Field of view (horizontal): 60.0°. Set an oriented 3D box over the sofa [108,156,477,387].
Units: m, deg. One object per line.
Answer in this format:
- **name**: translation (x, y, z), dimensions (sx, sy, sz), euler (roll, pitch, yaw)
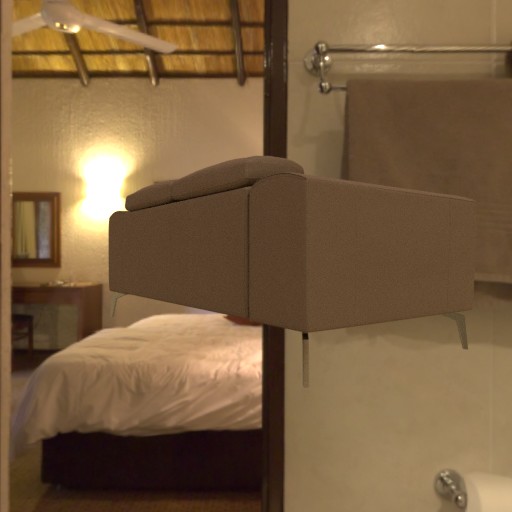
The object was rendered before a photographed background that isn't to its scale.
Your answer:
- **sofa**: translation (0.000, 0.000, 2.354), dimensions (1.003, 0.779, 1.895), euler (0, 0, -36)
